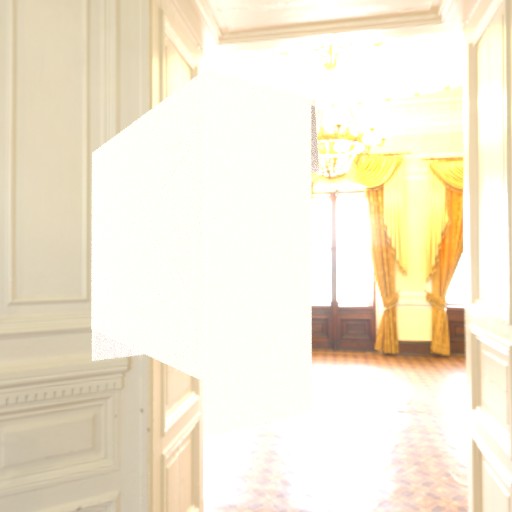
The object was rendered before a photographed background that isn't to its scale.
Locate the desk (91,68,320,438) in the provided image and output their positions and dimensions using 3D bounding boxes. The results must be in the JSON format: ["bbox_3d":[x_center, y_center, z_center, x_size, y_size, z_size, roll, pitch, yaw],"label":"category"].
[{"bbox_3d":[0.000,0.000,1.629,0.926,0.818,0.940,0,-1,-35],"label":"desk"}]
